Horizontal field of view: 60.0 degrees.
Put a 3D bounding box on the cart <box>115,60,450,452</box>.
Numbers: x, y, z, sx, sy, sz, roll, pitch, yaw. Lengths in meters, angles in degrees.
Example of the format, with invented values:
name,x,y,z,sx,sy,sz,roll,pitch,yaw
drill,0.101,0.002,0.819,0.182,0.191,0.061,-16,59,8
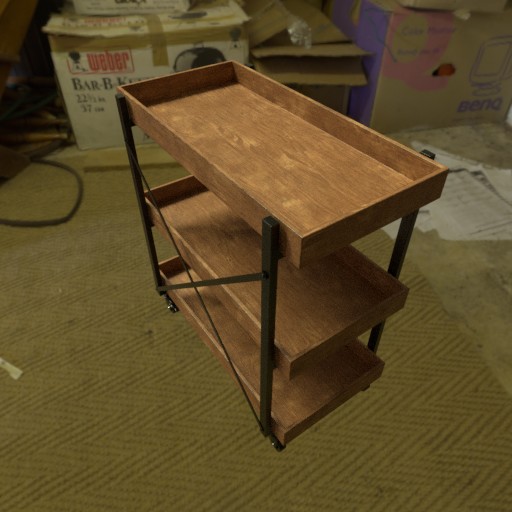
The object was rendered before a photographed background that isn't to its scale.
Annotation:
name,x,y,z,sx,sy,sz,roll,pitch,yaw
cart,0.000,0.000,1.250,0.411,0.800,0.750,-25,47,-25
